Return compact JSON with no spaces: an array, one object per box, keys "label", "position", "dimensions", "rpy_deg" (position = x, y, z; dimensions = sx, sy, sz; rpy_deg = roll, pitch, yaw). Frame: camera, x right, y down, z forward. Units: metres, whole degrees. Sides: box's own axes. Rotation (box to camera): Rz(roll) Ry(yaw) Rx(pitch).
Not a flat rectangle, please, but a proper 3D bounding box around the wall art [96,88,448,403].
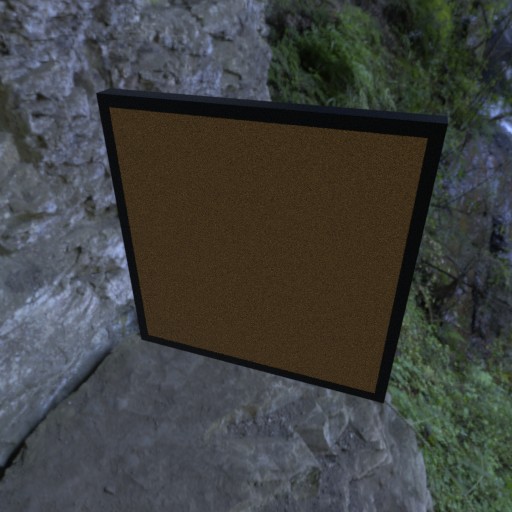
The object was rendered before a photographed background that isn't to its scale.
[{"label":"wall art","position":[0.000,0.000,0.760],"dimensions":[0.508,0.508,0.038],"rpy_deg":[11,34,16]}]
